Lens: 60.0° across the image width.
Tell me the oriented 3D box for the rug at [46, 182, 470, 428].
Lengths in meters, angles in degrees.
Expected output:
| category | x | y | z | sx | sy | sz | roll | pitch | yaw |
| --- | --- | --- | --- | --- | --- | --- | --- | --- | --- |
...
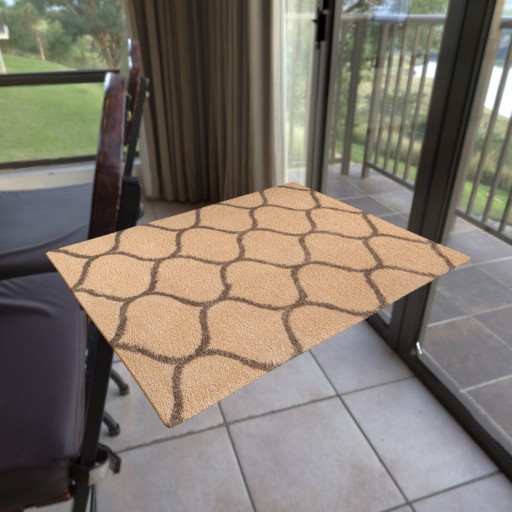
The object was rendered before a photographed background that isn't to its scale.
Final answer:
| category | x | y | z | sx | sy | sz | roll | pitch | yaw |
| --- | --- | --- | --- | --- | --- | --- | --- | --- | --- |
| rug | 0.000 | 0.000 | 3.981 | 3.000 | 0.026 | 2.399 | -21 | 36 | -32 |
